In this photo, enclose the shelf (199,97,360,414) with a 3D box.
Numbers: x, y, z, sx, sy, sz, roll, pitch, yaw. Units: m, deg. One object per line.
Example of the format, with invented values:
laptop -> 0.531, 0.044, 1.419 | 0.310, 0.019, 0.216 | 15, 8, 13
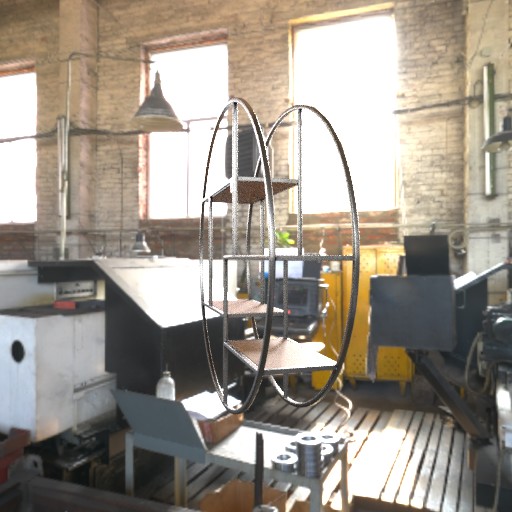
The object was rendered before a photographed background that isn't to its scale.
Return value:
shelf -> 0.000, 0.000, 1.339 | 0.202, 0.888, 0.888 | 0, 0, -16
